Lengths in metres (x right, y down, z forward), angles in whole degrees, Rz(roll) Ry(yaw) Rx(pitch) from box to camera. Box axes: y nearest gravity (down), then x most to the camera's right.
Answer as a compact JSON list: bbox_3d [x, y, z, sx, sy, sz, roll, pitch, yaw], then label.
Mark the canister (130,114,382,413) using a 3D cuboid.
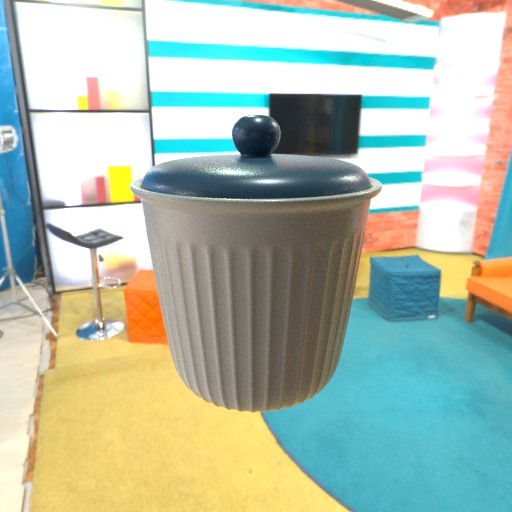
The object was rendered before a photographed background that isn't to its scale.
[{"bbox_3d":[0.000,0.000,0.346,0.181,0.211,0.181,0,17,0],"label":"canister"}]
